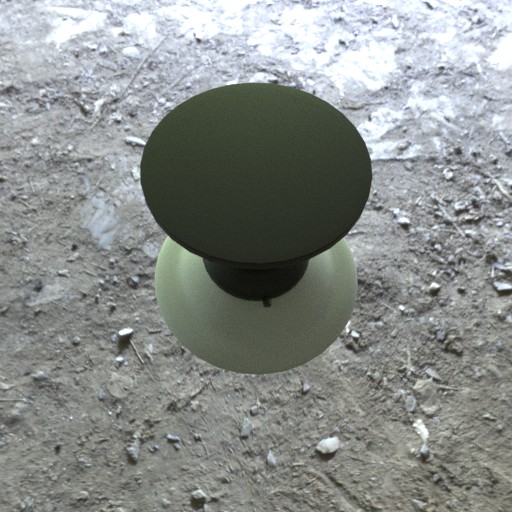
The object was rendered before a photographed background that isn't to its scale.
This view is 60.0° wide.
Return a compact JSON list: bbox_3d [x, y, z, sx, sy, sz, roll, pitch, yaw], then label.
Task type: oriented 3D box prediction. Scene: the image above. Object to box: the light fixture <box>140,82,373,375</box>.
[{"bbox_3d":[0.000,0.000,0.400,0.197,0.254,0.197,0,61,0],"label":"light fixture"}]
